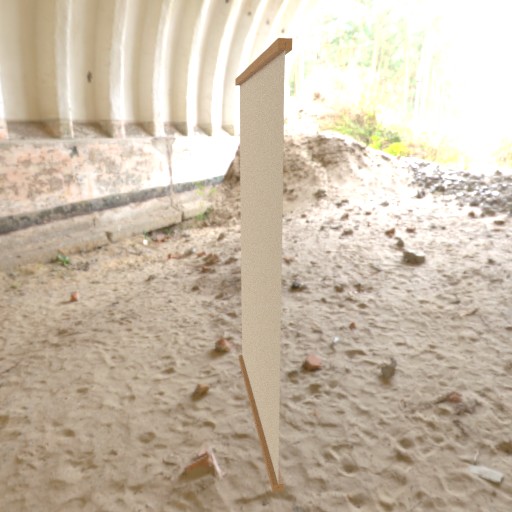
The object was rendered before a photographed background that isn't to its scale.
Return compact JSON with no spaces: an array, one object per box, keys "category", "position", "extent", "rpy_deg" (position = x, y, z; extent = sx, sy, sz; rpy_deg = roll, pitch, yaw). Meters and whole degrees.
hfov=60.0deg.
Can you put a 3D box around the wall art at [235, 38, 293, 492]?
[{"category":"wall art","position":[0.000,0.000,1.885],"extent":[0.040,1.510,0.991],"rpy_deg":[-3,16,-9]}]
